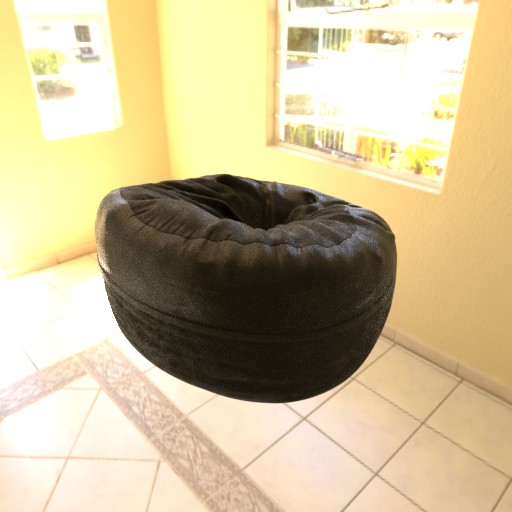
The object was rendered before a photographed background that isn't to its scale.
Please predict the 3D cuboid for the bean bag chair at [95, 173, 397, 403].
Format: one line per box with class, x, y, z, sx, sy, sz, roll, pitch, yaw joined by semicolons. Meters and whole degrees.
bean bag chair;0.000;0.000;2.408;1.524;0.878;1.524;20;35;32
